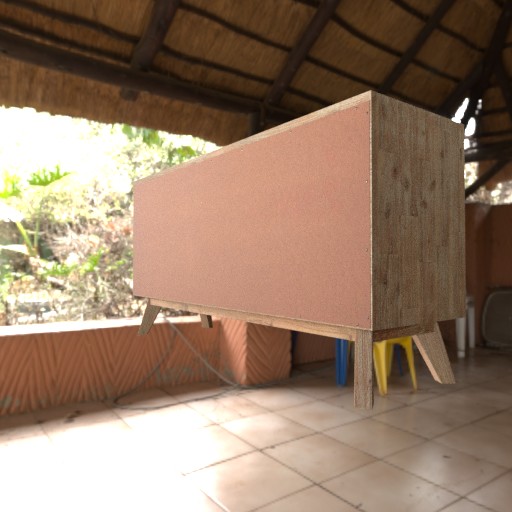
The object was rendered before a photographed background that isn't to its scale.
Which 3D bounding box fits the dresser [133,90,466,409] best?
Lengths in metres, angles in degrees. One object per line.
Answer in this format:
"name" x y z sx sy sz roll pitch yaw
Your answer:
"dresser" 0.000 0.000 1.858 0.455 0.805 1.554 1 -1 -37
